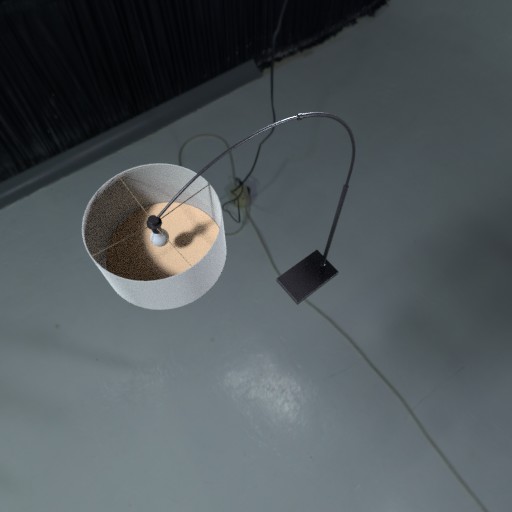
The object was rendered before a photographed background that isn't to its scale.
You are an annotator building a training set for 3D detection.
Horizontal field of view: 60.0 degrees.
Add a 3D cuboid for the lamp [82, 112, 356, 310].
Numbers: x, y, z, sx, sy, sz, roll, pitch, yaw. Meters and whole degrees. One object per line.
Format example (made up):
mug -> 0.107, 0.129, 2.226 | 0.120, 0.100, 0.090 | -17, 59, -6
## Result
lamp -> 0.000, 0.000, 2.450 | 1.424, 1.927, 0.493 | -35, 68, -17
